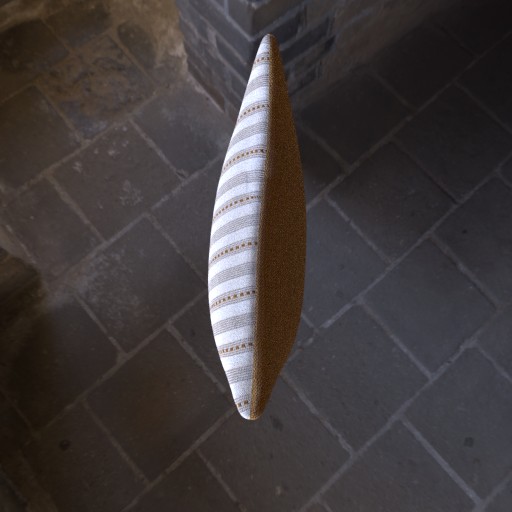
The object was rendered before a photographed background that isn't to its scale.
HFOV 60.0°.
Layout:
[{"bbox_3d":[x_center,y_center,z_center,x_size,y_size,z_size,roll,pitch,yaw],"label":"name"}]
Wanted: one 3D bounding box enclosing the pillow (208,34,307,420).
[{"bbox_3d":[0.000,0.000,0.672,0.147,0.437,0.432,2,76,0],"label":"pillow"}]
